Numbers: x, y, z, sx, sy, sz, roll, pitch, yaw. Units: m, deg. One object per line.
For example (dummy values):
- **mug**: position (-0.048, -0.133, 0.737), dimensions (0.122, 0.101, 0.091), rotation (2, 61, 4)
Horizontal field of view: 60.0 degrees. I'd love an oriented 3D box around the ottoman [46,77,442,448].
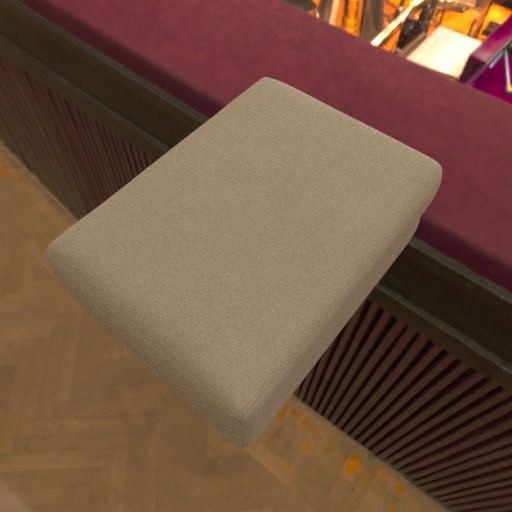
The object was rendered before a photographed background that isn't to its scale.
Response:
- **ottoman**: position (0.000, 0.000, 1.148), dimensions (0.569, 0.499, 0.773), rotation (35, 64, 20)
